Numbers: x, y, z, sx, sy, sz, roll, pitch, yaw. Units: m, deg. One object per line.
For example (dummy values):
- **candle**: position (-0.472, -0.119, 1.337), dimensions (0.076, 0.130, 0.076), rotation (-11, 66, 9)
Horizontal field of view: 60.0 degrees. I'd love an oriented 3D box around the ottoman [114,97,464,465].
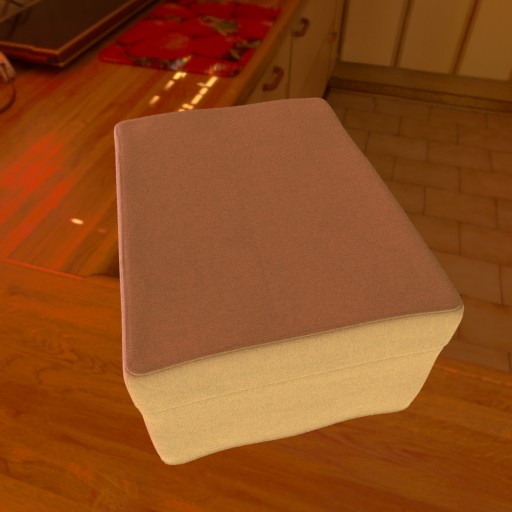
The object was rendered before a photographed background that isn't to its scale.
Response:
- **ottoman**: position (0.000, 0.000, 1.195), dimensions (0.648, 0.461, 0.833), rotation (-10, 48, -9)
